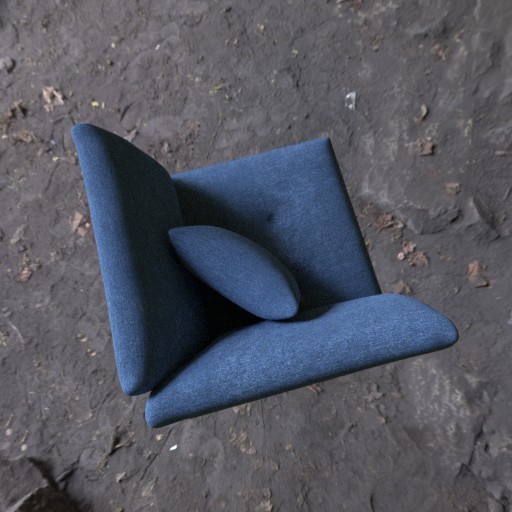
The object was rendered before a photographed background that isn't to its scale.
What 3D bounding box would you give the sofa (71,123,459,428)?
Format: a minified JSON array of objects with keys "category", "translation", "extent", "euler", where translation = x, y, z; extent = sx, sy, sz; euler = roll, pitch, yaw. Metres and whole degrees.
[{"category":"sofa","translation":[0.000,0.000,1.735],"extent":[1.000,0.820,1.000],"euler":[-15,77,-3]}]
